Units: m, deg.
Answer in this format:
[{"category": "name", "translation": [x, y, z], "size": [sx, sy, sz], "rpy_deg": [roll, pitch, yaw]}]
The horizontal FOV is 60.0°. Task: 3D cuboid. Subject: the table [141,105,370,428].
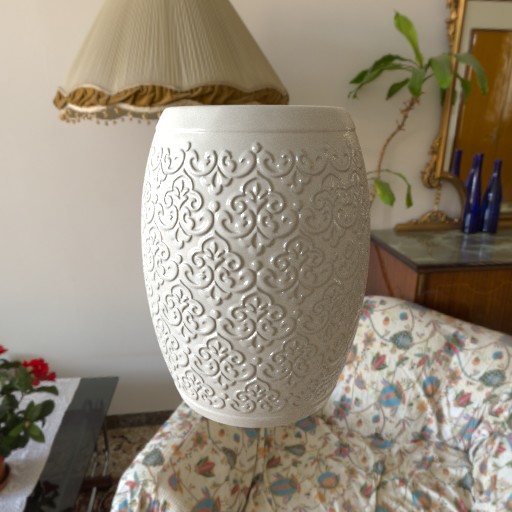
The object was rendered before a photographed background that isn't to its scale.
[{"category": "table", "translation": [0.000, 0.000, 0.624], "size": [0.309, 0.397, 0.309], "rpy_deg": [0, 17, 0]}]
